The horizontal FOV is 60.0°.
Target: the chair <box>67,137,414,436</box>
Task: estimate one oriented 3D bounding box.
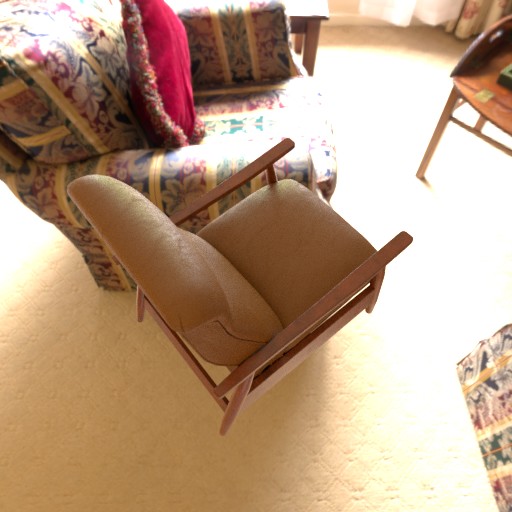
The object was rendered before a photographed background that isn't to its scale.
[{"bbox_3d":[0.000,0.000,1.814,1.014,1.082,0.762,-34,63,-20],"label":"chair"}]
